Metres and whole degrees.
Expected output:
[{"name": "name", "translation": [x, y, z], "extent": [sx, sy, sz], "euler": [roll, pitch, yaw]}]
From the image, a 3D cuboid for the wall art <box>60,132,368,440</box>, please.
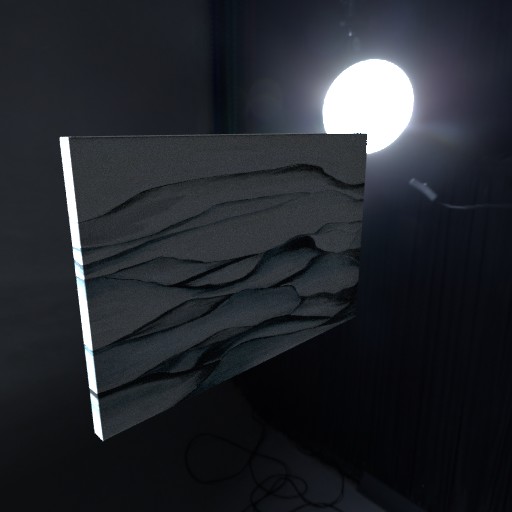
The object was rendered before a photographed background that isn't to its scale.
[{"name": "wall art", "translation": [0.000, 0.000, 1.149], "extent": [0.914, 0.609, 0.039], "euler": [-15, 22, -41]}]
